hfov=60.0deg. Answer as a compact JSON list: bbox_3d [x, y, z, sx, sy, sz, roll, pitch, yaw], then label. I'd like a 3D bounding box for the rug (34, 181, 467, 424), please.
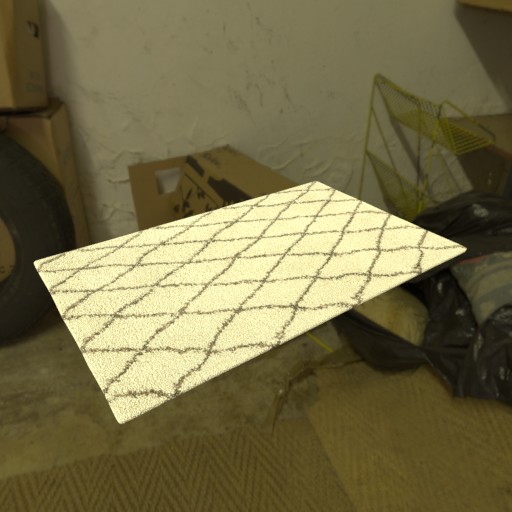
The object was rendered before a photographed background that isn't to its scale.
[{"bbox_3d":[0.000,0.000,2.929,2.438,0.030,1.524,-20,36,-30],"label":"rug"}]
